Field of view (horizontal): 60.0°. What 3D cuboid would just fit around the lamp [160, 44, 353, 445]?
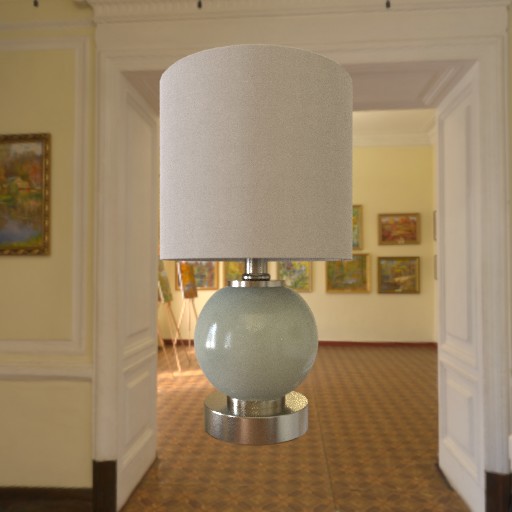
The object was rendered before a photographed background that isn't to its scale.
[{"bbox_3d":[0.000,0.000,0.468,0.201,0.353,0.201,0,-2,18],"label":"lamp"}]
